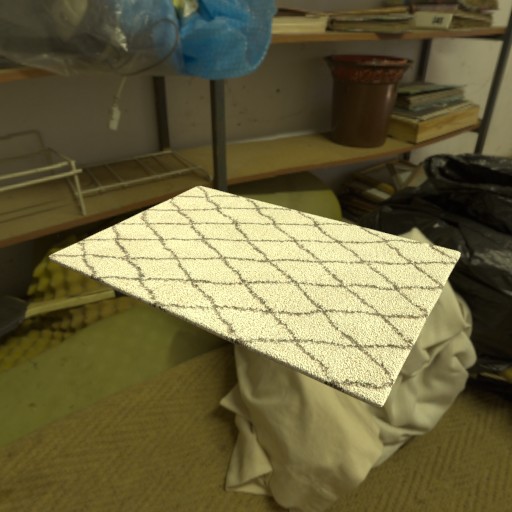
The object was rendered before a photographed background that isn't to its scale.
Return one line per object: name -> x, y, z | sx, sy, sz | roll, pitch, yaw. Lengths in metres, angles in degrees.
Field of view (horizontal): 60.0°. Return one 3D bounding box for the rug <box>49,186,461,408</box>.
rug -> 0.000, 0.000, 2.309 | 1.778, 0.030, 1.219 | 18, 34, 28
